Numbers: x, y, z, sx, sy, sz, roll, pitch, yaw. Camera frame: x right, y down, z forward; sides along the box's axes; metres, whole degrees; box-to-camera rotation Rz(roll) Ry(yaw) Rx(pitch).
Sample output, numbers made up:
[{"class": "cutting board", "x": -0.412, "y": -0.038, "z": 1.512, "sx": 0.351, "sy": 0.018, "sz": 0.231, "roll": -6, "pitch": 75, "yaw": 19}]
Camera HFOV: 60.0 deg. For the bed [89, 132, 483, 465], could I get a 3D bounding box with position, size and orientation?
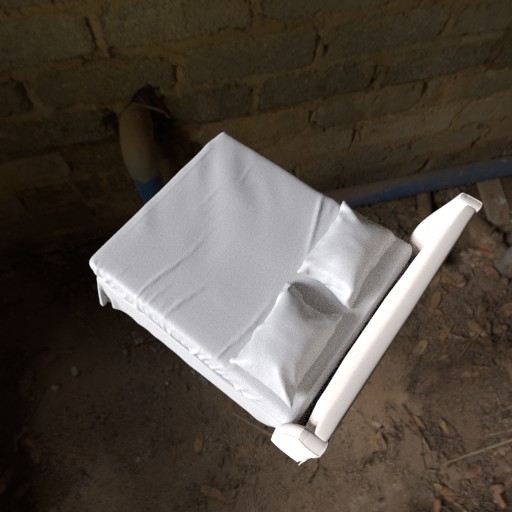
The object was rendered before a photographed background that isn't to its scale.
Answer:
[{"class": "bed", "x": 0.000, "y": 0.000, "z": 3.405, "sx": 2.276, "sy": 1.332, "sz": 1.925, "roll": 35, "pitch": 69, "yaw": 16}]
